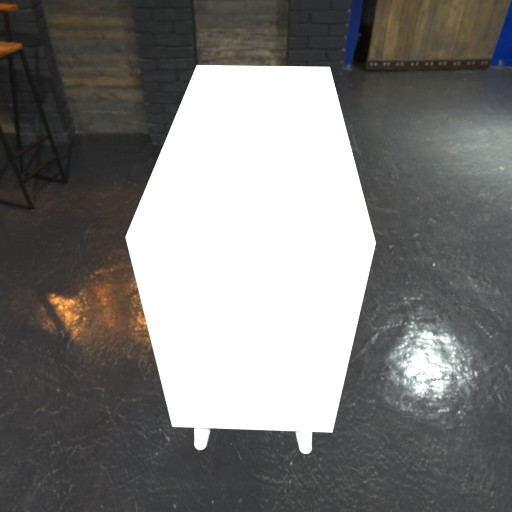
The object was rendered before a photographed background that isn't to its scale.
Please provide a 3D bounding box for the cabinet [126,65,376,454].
[{"bbox_3d":[0.000,0.000,1.231,0.398,0.761,0.800,1,41,2],"label":"cabinet"}]
